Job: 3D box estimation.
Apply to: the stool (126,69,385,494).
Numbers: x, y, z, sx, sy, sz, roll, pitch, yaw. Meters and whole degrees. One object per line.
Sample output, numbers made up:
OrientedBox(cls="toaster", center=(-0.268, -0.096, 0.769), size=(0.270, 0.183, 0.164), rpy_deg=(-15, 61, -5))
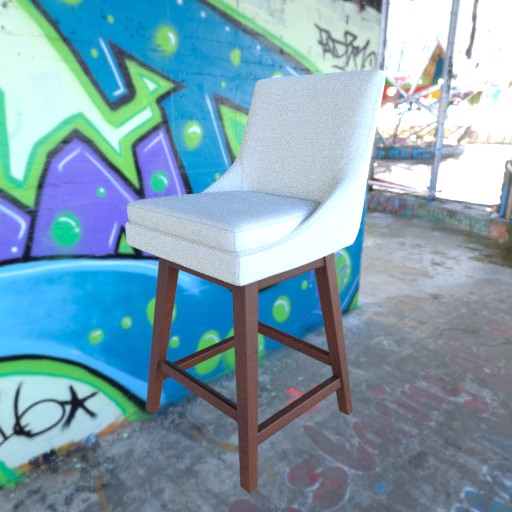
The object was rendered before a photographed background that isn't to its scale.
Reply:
OrientedBox(cls="stool", center=(0.000, 0.000, 1.257), size=(0.559, 0.991, 0.469), rpy_deg=(-16, 24, -42))
